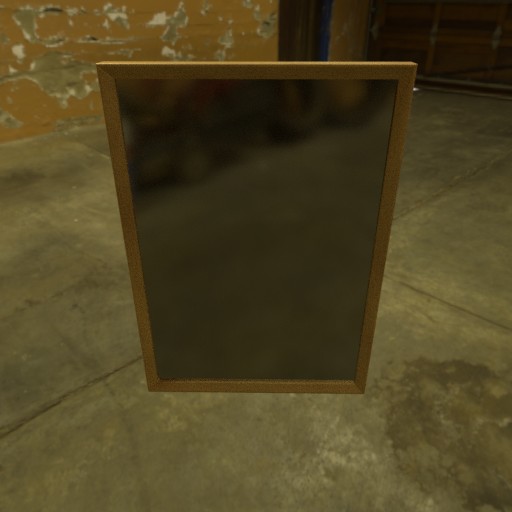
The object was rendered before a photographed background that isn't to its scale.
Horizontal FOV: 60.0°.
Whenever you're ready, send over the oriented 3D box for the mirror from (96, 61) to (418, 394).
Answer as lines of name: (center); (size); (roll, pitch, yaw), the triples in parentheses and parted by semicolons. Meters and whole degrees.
mirror: (0.000, 0.000, 0.884); (0.507, 0.710, 0.039); (0, 29, 1)
